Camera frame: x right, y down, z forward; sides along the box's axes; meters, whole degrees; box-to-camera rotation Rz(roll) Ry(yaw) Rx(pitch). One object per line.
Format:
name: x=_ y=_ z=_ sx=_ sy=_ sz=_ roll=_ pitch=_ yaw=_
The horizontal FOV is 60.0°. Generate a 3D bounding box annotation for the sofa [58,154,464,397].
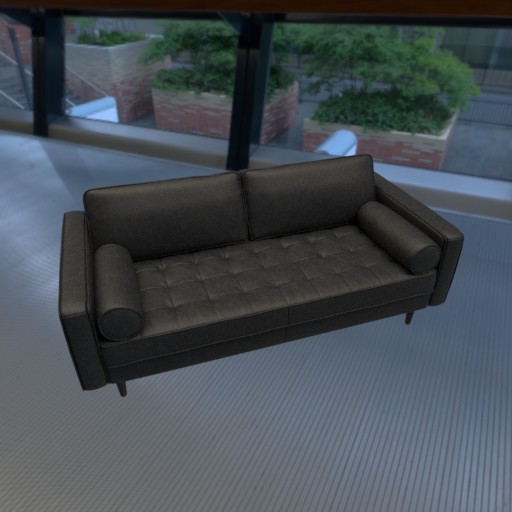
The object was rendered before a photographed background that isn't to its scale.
sofa: x=0.000 y=0.000 z=2.335 sx=1.879 sy=0.770 sz=0.921 roll=-10 pitch=34 yaw=-16
